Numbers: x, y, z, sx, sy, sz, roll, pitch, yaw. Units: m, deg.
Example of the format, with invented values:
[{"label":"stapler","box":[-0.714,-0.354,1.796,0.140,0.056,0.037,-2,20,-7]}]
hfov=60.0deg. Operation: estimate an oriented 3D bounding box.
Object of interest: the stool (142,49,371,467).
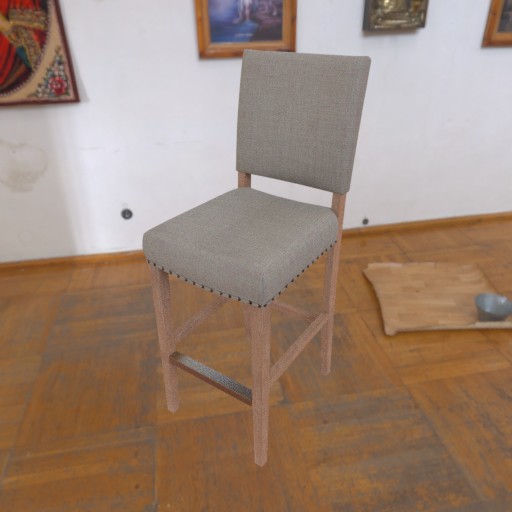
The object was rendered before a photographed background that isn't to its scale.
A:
[{"label":"stool","box":[0.000,0.000,1.476,0.445,1.203,0.585,18,34,29]}]
